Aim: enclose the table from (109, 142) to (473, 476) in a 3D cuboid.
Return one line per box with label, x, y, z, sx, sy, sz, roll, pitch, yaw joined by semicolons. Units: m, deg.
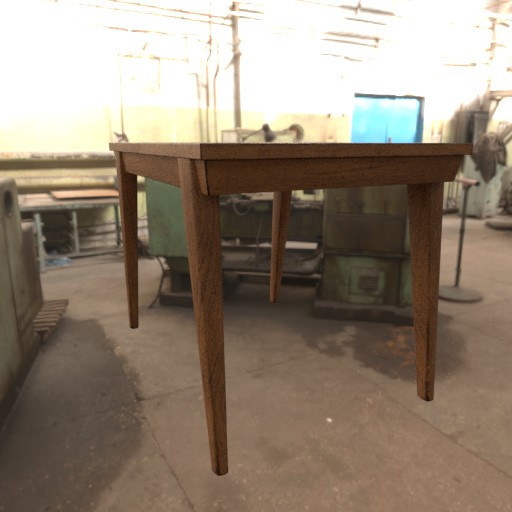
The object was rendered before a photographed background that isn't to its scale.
table;0.000;0.000;1.534;0.757;0.760;1.027;-7;16;-26
